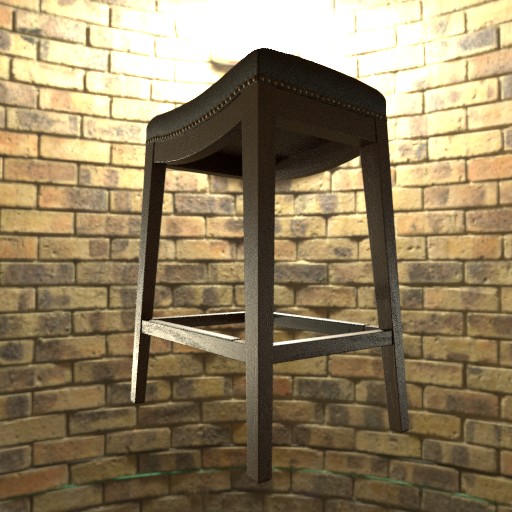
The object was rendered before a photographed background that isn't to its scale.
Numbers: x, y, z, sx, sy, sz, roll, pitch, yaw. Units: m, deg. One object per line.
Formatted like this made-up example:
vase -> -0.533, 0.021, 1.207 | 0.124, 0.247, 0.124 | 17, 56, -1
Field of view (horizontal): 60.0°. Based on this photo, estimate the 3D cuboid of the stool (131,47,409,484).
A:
stool -> 0.000, 0.000, 0.934 | 0.353, 0.664, 0.490 | 1, -2, -36
